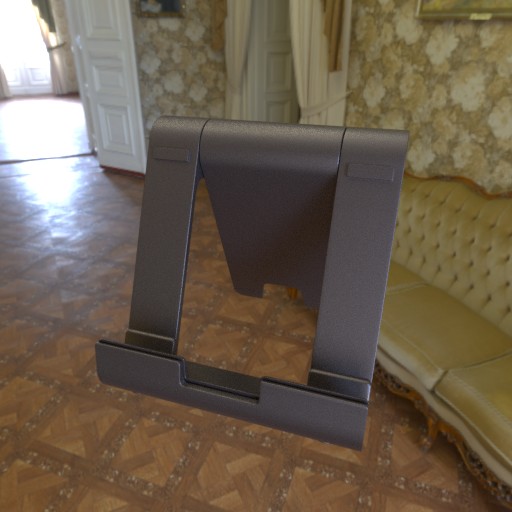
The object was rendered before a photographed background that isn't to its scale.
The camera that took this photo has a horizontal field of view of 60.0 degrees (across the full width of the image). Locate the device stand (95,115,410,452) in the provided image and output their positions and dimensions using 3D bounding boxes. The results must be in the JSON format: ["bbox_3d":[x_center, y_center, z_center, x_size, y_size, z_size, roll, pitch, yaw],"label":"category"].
[{"bbox_3d":[0.000,0.000,0.153,0.088,0.084,0.079,9,28,16],"label":"device stand"}]
